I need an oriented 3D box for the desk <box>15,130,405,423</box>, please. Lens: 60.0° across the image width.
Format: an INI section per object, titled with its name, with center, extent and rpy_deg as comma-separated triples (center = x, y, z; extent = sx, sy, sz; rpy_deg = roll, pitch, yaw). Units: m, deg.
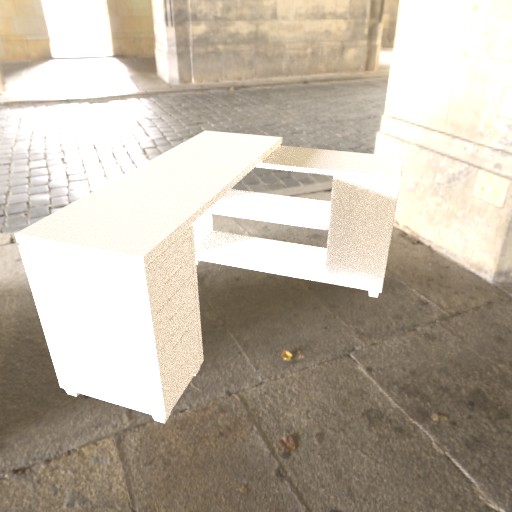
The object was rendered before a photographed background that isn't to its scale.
[desk]
center = 0.000, 0.000, 2.143
extent = 1.199, 0.759, 1.524
rpy_deg = 10, 31, 17
